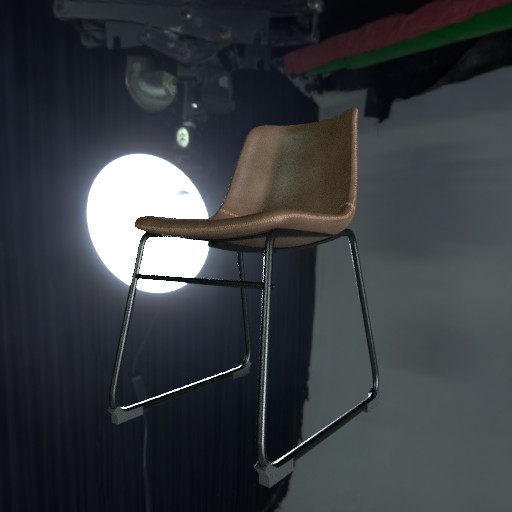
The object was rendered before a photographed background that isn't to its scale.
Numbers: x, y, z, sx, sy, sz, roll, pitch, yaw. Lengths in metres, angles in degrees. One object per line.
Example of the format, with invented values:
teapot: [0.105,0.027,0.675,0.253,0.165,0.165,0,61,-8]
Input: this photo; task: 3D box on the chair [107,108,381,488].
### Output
chair: [0.000,0.000,1.101,0.460,0.780,0.551,2,3,37]
